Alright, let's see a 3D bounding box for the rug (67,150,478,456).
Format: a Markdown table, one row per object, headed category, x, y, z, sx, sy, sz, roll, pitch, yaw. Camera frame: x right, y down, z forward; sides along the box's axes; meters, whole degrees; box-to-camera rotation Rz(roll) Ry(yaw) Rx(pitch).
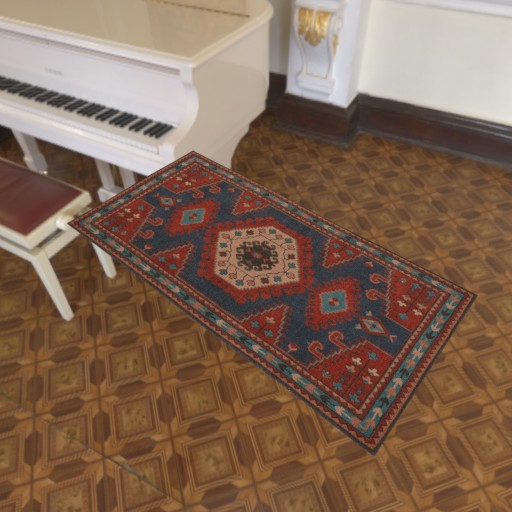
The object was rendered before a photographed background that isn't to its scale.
| category | x | y | z | sx | sy | sz | roll | pitch | yaw |
| --- | --- | --- | --- | --- | --- | --- | --- | --- | --- |
| rug | 0.000 | 0.000 | 3.567 | 3.032 | 0.034 | 1.522 | 31 | 53 | 27 |
